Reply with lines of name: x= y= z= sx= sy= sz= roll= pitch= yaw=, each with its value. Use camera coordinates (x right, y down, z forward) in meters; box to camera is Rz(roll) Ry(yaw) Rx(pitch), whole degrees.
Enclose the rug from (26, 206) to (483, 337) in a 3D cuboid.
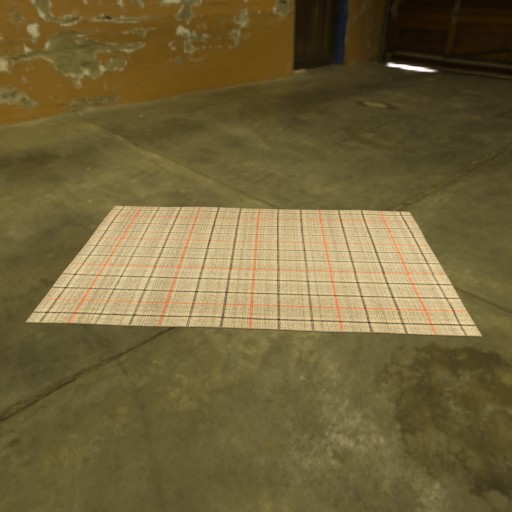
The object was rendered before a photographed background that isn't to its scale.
rug: x=0.000 y=0.000 z=3.014 sx=2.439 sy=0.015 sz=1.524 roll=1 pitch=31 yaw=2
